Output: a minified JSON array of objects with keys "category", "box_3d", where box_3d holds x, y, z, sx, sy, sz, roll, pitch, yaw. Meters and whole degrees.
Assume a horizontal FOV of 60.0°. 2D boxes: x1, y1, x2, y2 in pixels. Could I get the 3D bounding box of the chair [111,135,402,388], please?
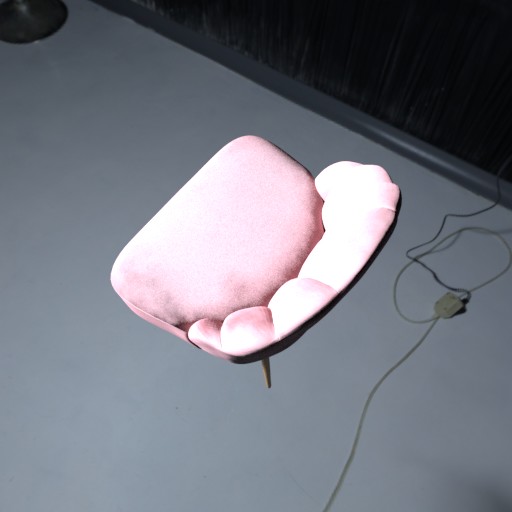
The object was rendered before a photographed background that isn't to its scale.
[{"category":"chair","box_3d":[0.000,0.000,1.276,0.599,0.819,0.657,34,68,15]}]
